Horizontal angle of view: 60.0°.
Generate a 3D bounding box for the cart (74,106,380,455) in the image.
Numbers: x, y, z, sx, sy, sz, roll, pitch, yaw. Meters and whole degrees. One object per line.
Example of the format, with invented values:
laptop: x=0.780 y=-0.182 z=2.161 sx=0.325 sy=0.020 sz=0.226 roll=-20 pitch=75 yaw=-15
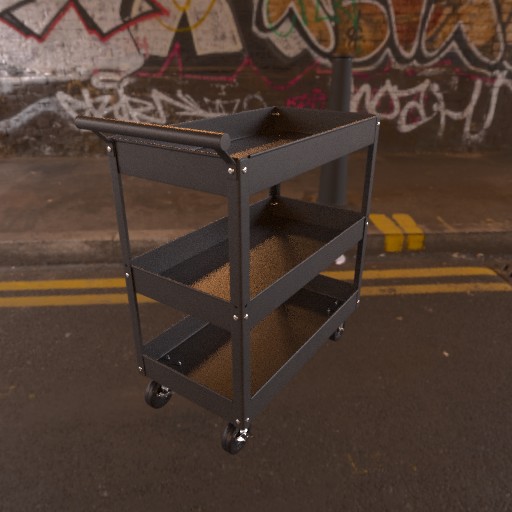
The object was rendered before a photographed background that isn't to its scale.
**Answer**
cart: x=0.000 y=0.000 z=1.198 sx=0.366 sy=0.780 sz=0.719 roll=16 pitch=30 yaw=31
